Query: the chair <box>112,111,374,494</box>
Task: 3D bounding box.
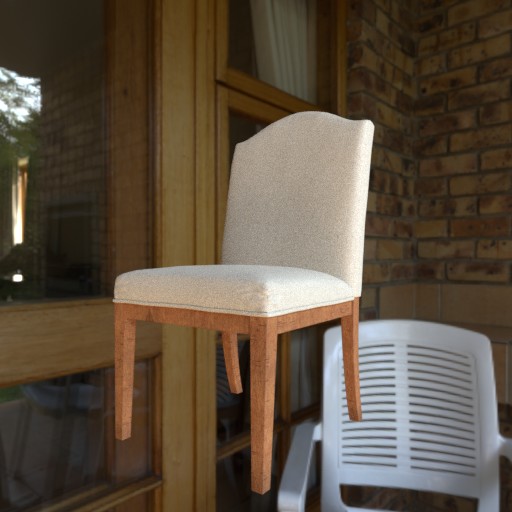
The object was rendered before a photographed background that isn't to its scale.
[{"bbox_3d":[0.000,0.000,1.347,0.534,1.012,0.648,0,0,36],"label":"chair"}]
